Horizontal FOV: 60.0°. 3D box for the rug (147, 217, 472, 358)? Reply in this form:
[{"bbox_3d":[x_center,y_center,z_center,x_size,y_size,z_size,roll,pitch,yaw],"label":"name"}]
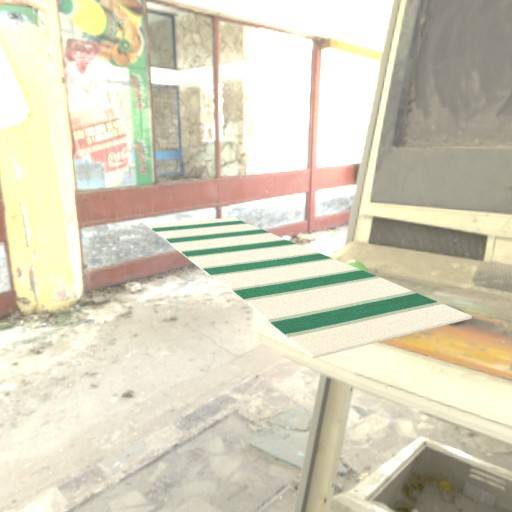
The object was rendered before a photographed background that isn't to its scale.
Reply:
[{"bbox_3d":[0.000,0.000,2.685,0.768,0.012,2.438,-7,17,-25],"label":"rug"}]
